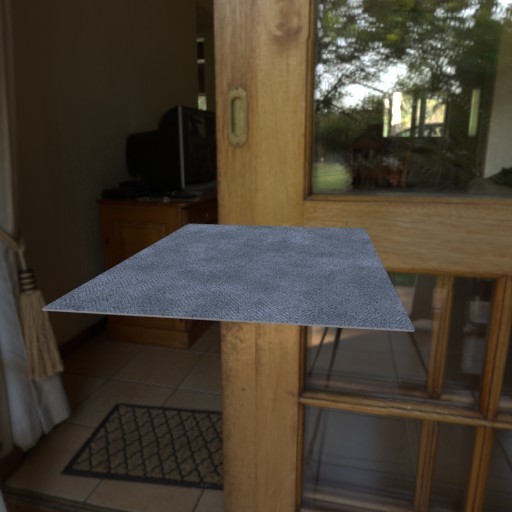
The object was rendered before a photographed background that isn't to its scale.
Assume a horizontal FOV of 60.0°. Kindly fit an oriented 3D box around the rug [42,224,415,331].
[{"bbox_3d":[0.000,0.000,2.931,1.600,0.008,2.235,2,14,8],"label":"rug"}]
